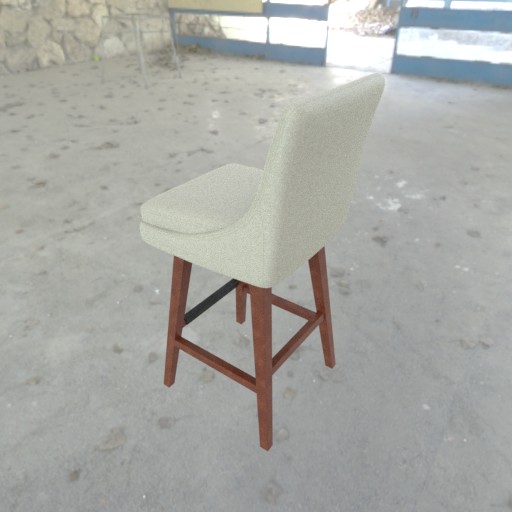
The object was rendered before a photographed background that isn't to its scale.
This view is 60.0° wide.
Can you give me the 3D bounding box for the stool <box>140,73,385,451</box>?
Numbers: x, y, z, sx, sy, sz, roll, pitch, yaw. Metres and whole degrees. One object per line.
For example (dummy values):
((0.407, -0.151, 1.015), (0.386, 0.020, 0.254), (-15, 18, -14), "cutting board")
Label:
((0.000, 0.000, 1.408), (0.559, 1.092, 0.470), (21, 38, 30), "stool")
